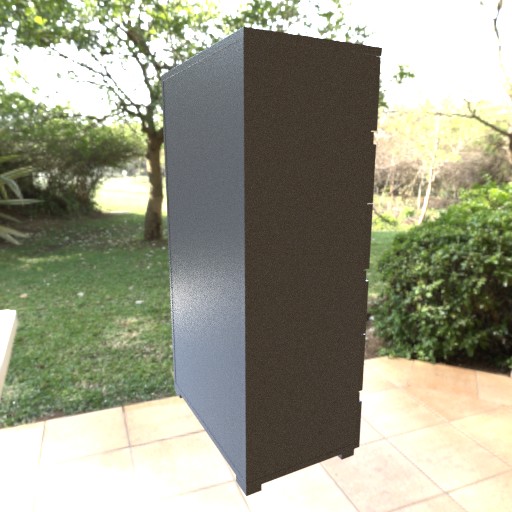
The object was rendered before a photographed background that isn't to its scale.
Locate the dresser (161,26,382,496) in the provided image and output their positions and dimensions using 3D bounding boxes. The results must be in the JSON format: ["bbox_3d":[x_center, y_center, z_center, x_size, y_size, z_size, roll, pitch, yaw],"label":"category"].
[{"bbox_3d":[0.000,0.000,1.464,0.400,1.190,0.650,-6,14,-27],"label":"dresser"}]
